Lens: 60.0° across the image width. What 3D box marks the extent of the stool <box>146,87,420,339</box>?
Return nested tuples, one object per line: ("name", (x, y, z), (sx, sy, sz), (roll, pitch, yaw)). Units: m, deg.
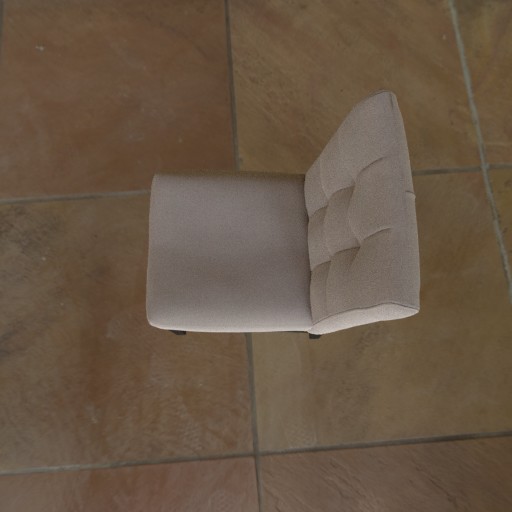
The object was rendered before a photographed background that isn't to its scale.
("stool", (0.000, 0.000, 1.191), (0.571, 0.885, 0.427), (-1, 76, 0))
